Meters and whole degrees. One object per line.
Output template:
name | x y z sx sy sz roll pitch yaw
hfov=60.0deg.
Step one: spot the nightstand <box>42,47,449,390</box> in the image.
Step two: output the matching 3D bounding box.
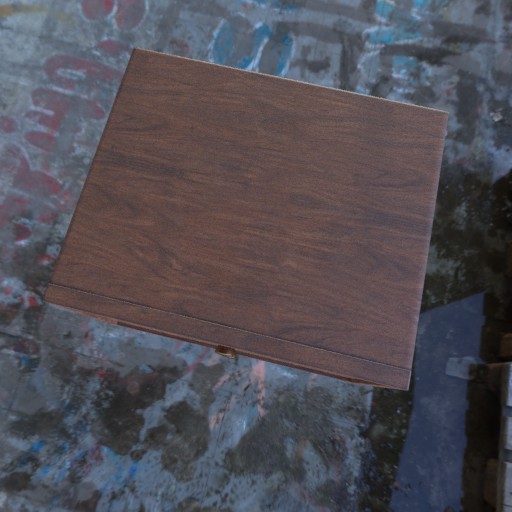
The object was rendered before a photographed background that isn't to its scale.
nightstand | 0.000 0.000 0.953 0.521 0.607 0.445 13 76 3
